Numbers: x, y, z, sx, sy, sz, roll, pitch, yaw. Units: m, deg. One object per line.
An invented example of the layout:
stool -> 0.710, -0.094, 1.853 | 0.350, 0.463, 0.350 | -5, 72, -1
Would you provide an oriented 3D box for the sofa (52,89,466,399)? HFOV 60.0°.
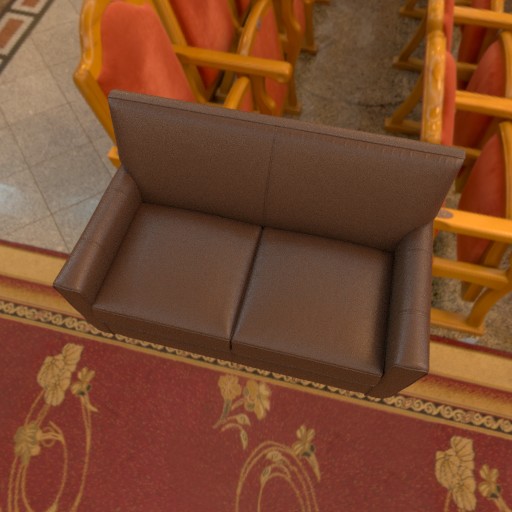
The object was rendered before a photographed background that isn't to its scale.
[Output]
sofa -> 0.000, 0.000, 1.965 | 1.468, 0.859, 0.853 | 12, 60, 7
